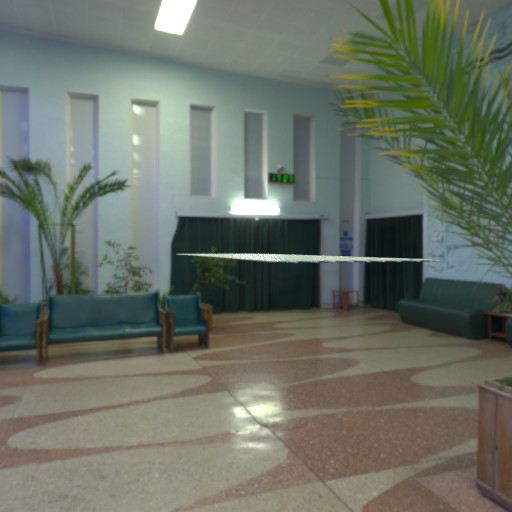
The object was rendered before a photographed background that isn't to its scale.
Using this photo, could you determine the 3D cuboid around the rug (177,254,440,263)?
[{"bbox_3d":[0.000,0.000,2.557,0.620,0.008,2.372,0,1,-18],"label":"rug"}]
